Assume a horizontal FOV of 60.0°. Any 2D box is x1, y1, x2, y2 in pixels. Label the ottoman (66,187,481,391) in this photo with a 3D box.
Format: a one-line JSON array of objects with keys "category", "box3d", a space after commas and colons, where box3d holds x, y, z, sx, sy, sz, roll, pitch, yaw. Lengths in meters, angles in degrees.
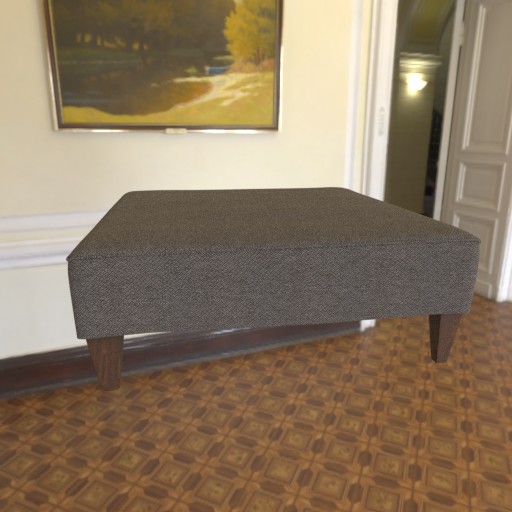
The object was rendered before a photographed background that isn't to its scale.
[{"category": "ottoman", "box3d": [0.000, 0.000, 1.495, 0.970, 0.378, 0.981, -2, 16, -8]}]
